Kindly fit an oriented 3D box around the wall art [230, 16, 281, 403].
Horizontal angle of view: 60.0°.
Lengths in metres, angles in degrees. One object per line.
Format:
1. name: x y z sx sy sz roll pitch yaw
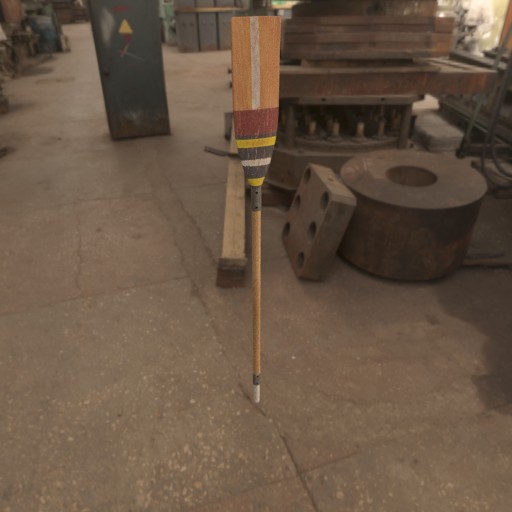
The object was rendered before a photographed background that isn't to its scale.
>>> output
1. wall art: 0.000 0.000 1.634 0.146 1.556 0.038 -9 32 -15
